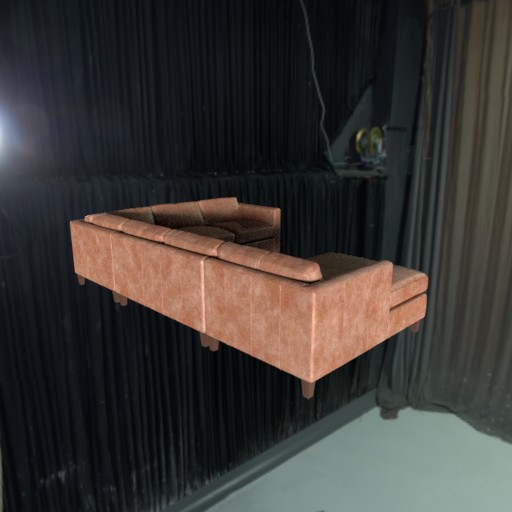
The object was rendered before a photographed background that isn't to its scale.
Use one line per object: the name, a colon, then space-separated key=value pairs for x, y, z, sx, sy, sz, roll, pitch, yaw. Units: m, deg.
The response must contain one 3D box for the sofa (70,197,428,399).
sofa: x=0.000 y=0.000 z=4.610 sx=2.430 sy=0.832 sz=3.401 roll=-14 pitch=19 yaw=-43
